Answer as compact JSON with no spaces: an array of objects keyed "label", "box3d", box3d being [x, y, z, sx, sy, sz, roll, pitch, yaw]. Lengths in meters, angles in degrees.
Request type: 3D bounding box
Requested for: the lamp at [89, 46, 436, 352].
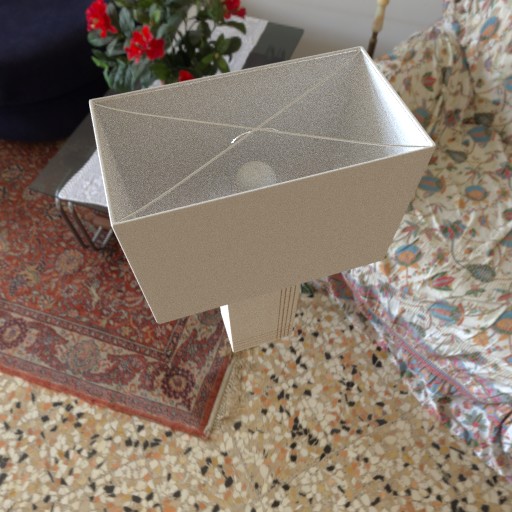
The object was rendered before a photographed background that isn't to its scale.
[{"label":"lamp","box3d":[0.000,0.000,0.704,0.334,0.543,0.182,-15,59,-9]}]
